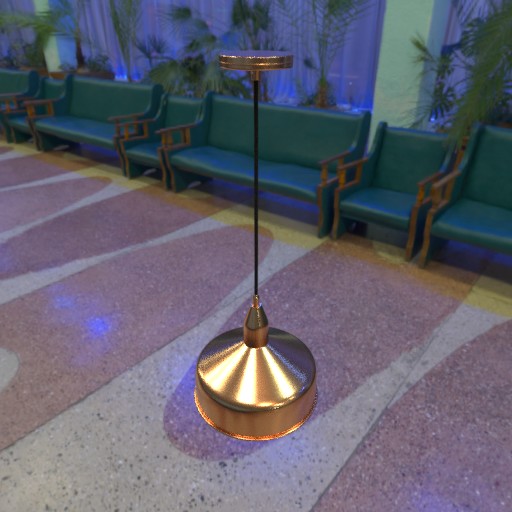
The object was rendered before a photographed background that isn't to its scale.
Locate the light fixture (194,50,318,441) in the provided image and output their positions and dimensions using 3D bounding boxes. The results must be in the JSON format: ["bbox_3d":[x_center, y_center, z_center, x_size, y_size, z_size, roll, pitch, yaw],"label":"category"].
[{"bbox_3d":[0.000,0.000,0.904,0.301,0.754,0.301,23,36,35],"label":"light fixture"}]
